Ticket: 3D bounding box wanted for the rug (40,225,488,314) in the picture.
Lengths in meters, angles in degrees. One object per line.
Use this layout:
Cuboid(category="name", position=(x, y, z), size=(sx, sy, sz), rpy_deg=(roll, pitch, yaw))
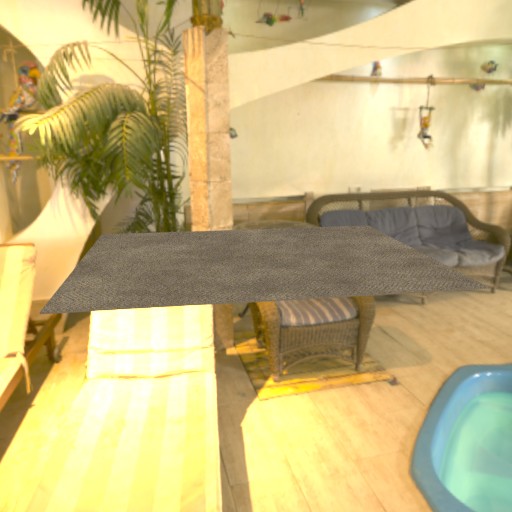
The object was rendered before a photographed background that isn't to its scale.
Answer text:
Cuboid(category="rug", position=(0.000, 0.000, 2.930), size=(2.235, 0.008, 1.600), rpy_deg=(-2, 16, -8))
